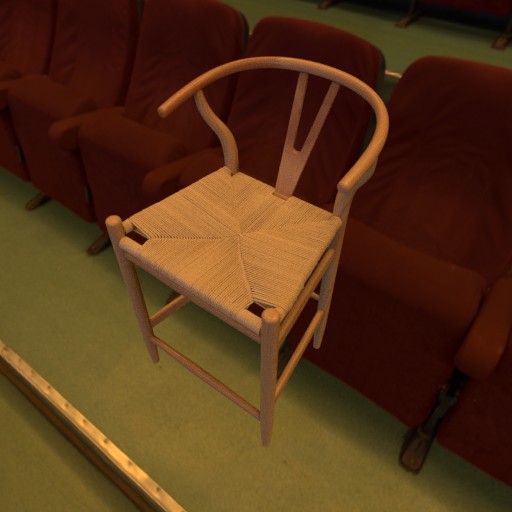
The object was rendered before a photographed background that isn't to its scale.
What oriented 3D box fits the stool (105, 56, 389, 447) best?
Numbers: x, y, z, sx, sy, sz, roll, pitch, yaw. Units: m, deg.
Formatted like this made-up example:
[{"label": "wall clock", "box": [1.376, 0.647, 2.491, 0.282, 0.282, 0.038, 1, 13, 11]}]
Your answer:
[{"label": "stool", "box": [0.000, 0.000, 1.287, 0.536, 0.923, 0.575, 28, 52, 25]}]
